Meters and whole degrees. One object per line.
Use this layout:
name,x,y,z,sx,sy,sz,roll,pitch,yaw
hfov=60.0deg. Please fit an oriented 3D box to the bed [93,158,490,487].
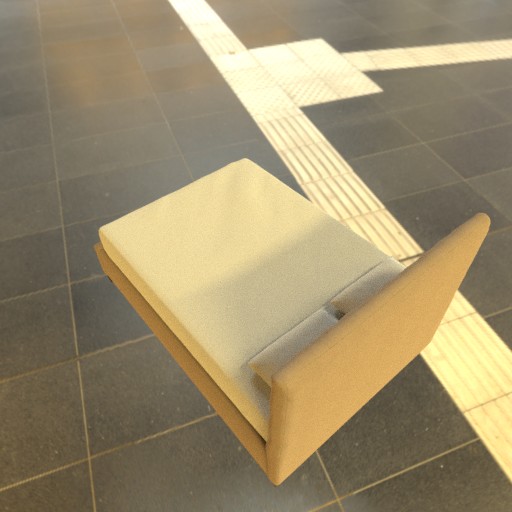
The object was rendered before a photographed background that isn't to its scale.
bed,0.000,0.000,3.364,1.698,1.427,2.387,-32,54,-26
